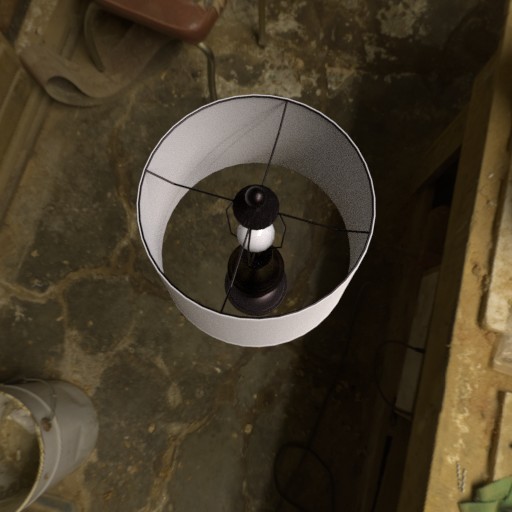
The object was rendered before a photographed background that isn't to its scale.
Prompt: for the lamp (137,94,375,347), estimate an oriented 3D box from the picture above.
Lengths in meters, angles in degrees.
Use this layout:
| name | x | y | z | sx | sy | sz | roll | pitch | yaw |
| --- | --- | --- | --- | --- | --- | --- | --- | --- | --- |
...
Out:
| name | x | y | z | sx | sy | sz | roll | pitch | yaw |
| --- | --- | --- | --- | --- | --- | --- | --- | --- | --- |
| lamp | 0.000 | 0.000 | 0.943 | 0.383 | 0.726 | 0.383 | 0 | 77 | 0 |
